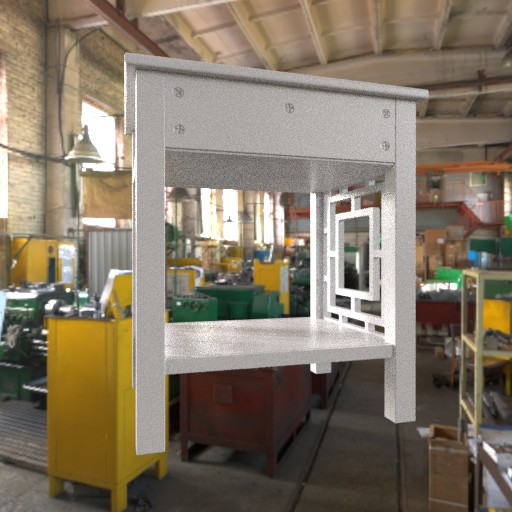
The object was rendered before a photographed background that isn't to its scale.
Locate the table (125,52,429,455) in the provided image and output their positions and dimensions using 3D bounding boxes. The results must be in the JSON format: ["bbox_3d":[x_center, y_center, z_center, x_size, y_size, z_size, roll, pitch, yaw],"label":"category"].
[{"bbox_3d":[0.000,0.000,0.995,0.564,0.646,0.451,0,0,-16],"label":"table"}]
